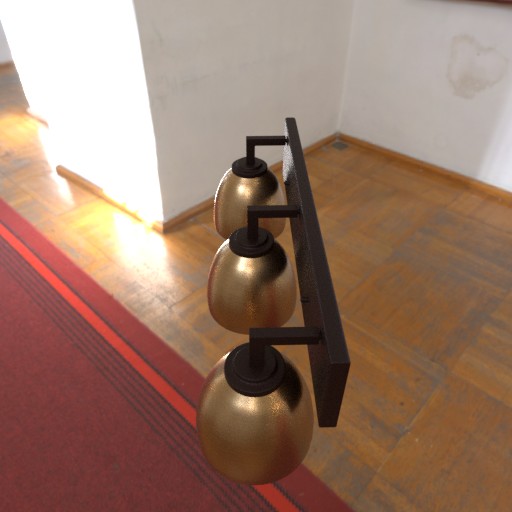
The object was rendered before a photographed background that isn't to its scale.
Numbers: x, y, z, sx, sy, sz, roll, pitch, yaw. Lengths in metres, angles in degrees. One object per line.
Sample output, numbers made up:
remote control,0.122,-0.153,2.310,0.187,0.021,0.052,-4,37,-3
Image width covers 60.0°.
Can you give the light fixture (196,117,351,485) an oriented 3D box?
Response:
light fixture,0.000,0.000,0.666,0.157,0.204,0.582,-1,40,-1
